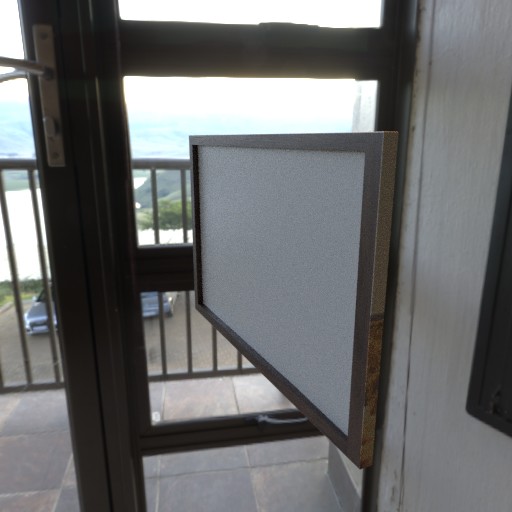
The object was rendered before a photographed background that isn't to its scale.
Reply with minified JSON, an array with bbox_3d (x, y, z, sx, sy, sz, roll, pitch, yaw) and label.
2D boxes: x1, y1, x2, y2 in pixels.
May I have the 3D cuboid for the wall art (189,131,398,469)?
[{"bbox_3d":[0.000,0.000,1.917,0.051,1.016,1.520,-7,17,-26],"label":"wall art"}]
